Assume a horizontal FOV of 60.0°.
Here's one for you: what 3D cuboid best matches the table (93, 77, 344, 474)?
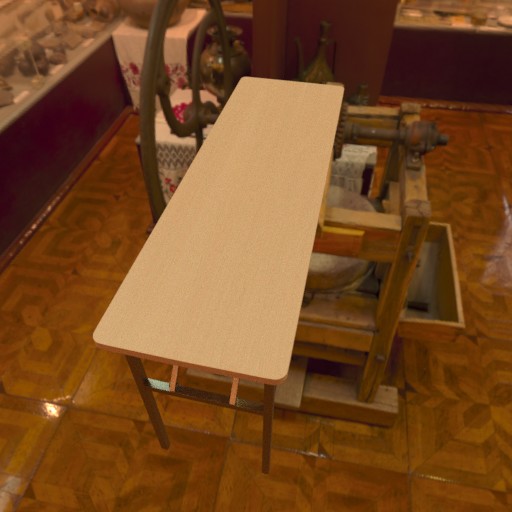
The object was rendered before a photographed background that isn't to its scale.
[{"bbox_3d":[0.000,0.000,1.694,0.446,0.750,1.397,9,47,9],"label":"table"}]
